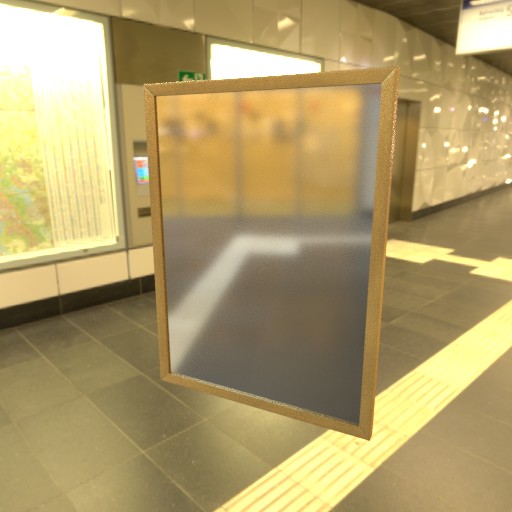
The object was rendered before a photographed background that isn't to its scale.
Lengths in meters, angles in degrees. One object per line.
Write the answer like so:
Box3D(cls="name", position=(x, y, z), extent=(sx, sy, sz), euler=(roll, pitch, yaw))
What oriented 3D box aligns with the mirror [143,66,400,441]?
Box3D(cls="mirror", position=(0.000, 0.000, 1.348), extent=(0.762, 1.016, 0.040), euler=(7, 16, 26))
